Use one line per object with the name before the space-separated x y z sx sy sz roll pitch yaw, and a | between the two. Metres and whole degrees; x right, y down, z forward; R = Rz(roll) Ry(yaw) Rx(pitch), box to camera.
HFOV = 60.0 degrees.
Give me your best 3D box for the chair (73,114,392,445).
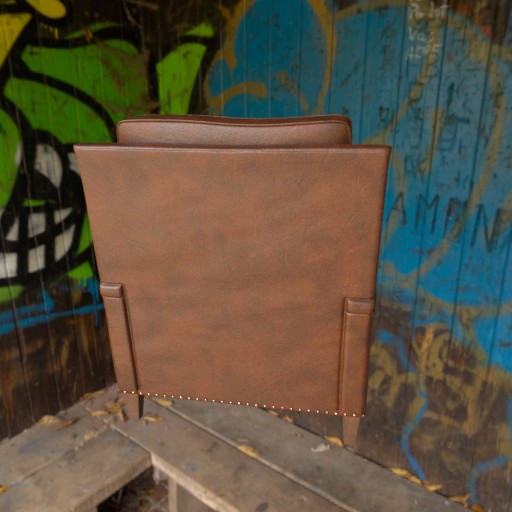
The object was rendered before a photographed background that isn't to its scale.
chair | 0.000 0.000 1.753 0.854 1.054 1.035 3 17 9
